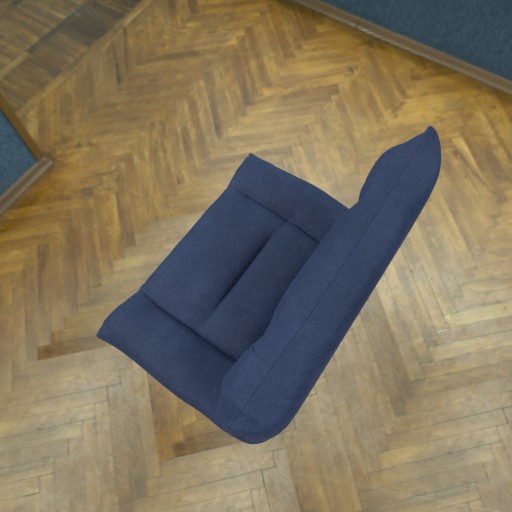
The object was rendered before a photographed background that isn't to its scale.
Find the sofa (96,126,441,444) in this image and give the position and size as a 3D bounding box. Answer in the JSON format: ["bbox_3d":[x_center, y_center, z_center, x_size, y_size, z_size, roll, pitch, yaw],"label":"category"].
[{"bbox_3d":[0.000,0.000,1.654,0.849,0.778,1.122,32,69,14],"label":"sofa"}]
